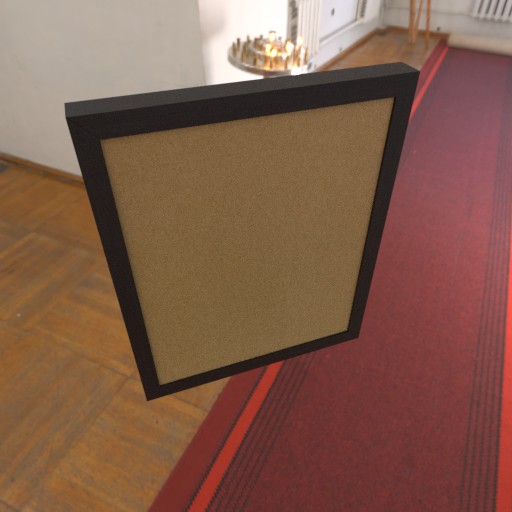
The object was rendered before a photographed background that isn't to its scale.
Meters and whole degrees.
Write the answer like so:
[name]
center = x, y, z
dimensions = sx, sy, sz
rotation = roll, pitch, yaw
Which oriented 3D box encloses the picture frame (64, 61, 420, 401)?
[picture frame]
center = 0.000, 0.000, 0.731
dimensions = 0.452, 0.555, 0.044
rotation = -13, 42, -15
